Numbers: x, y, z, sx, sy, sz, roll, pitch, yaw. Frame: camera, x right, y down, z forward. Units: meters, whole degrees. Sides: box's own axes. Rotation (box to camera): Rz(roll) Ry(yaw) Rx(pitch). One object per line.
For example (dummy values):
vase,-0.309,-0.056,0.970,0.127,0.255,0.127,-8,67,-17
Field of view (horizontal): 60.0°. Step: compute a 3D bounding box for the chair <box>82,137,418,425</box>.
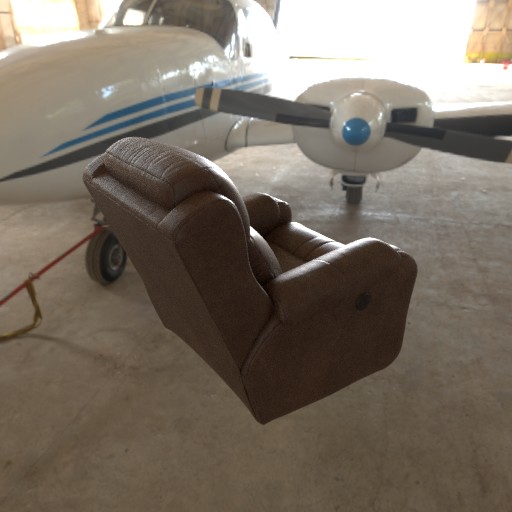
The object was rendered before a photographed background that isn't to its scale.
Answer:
chair,0.000,0.000,1.824,1.067,0.990,0.940,-18,31,-33
